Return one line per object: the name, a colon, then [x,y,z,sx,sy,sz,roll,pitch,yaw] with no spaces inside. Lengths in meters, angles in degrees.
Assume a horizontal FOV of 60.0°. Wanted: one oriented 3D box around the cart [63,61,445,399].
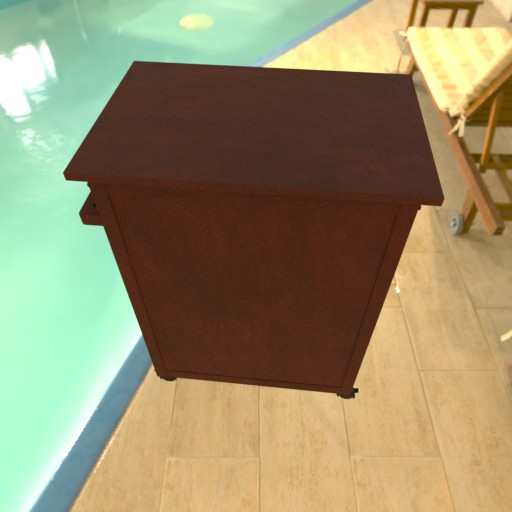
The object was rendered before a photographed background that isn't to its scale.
cart: [0.000,0.000,1.236,0.683,0.864,0.442,5,48,4]
